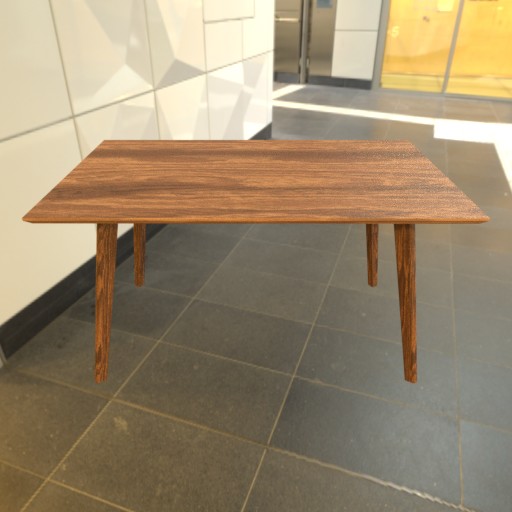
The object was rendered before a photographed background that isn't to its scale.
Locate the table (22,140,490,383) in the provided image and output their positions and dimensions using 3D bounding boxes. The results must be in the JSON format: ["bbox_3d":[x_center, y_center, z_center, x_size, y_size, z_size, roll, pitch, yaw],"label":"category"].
[{"bbox_3d":[0.000,0.000,1.804,1.349,0.724,0.801,0,30,0],"label":"table"}]
